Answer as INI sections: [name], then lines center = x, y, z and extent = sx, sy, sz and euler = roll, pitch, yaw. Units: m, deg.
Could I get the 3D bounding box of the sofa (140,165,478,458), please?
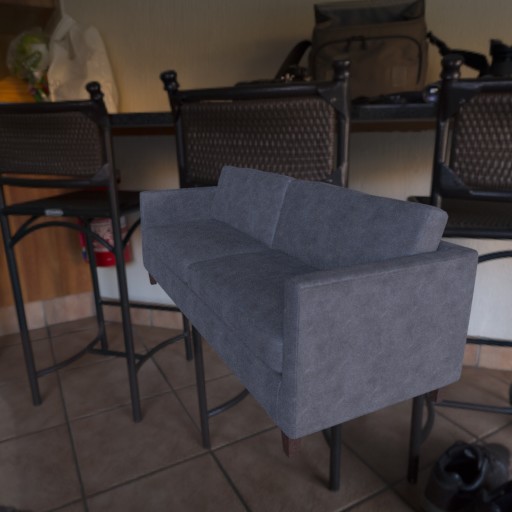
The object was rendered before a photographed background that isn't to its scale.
[sofa]
center = 0.000, 0.000, 2.788
extent = 0.951, 0.965, 2.434
euler = -8, 18, -25
